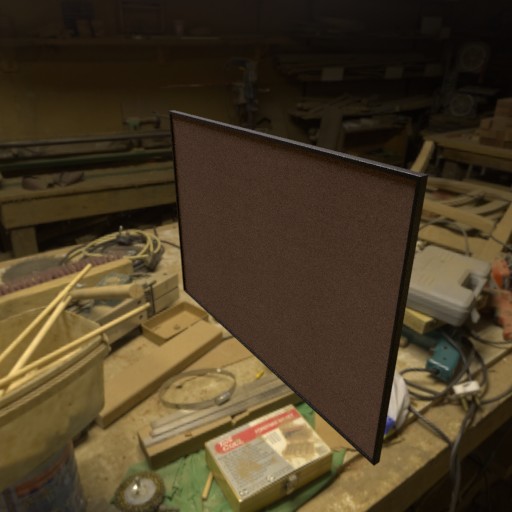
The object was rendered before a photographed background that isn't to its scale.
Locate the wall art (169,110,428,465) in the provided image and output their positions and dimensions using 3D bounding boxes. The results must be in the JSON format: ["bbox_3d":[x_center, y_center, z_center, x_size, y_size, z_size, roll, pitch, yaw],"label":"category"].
[{"bbox_3d":[0.000,0.000,1.211,0.019,0.660,0.957,-16,30,-31],"label":"wall art"}]
